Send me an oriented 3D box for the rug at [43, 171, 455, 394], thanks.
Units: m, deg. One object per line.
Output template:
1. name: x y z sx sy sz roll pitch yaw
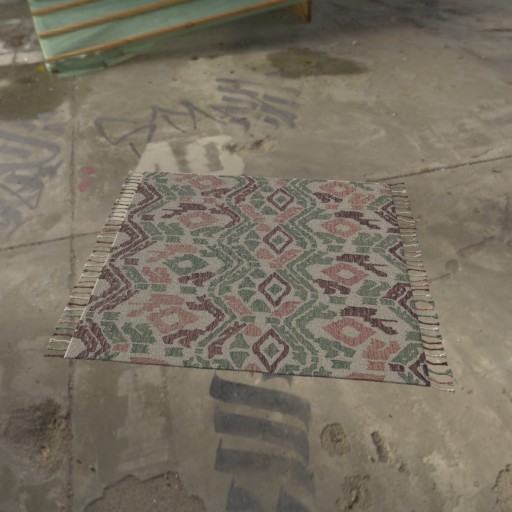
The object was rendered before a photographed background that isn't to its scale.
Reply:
1. rug: 0.000 0.000 4.043 3.048 0.010 2.438 3 47 3
